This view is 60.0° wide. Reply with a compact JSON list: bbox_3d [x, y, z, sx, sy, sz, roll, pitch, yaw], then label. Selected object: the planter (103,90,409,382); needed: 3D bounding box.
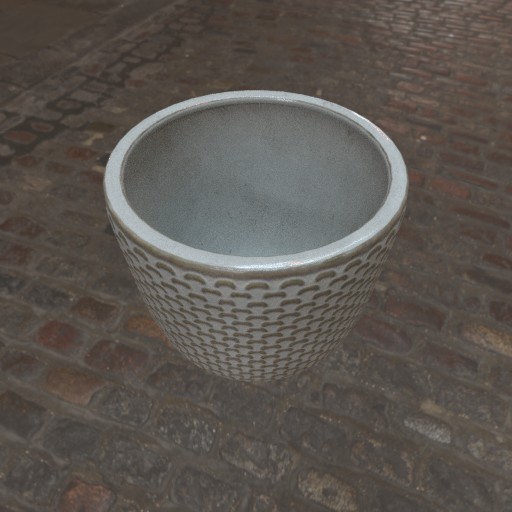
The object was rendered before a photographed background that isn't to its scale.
[{"bbox_3d":[0.000,0.000,0.310,0.173,0.160,0.173,0,47,0],"label":"planter"}]
